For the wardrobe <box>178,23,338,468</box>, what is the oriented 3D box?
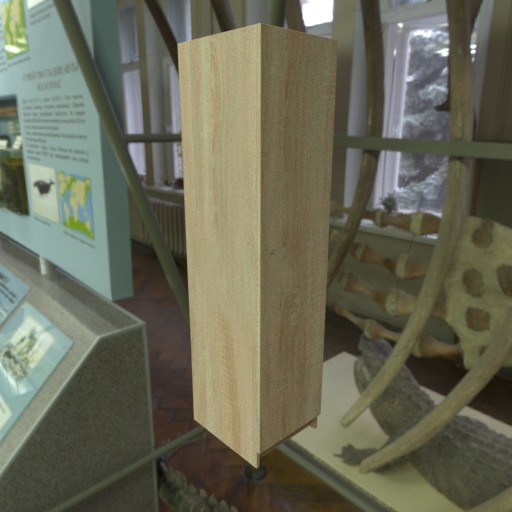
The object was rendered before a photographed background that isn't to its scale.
[{"bbox_3d":[0.000,0.000,2.396,0.496,2.117,0.588,-14,21,-41],"label":"wardrobe"}]
